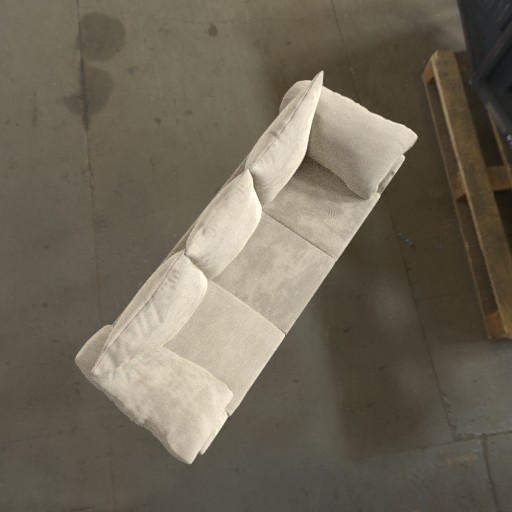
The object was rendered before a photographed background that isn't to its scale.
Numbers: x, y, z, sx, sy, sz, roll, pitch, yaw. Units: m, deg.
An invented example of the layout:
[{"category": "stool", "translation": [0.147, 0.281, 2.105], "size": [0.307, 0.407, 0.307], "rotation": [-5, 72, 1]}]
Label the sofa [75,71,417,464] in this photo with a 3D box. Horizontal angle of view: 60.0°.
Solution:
[{"category": "sofa", "translation": [0.000, 0.000, 2.868], "size": [0.893, 0.981, 2.377], "rotation": [34, 76, 9]}]
